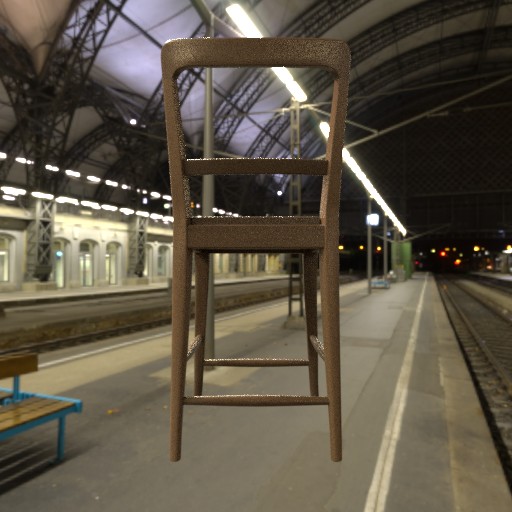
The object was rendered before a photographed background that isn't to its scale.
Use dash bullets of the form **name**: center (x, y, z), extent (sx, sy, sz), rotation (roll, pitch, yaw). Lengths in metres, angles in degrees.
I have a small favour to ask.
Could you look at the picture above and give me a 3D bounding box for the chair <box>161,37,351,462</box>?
- **chair**: center (0.000, 0.000, 1.257), extent (0.450, 0.991, 0.546), rotation (0, -1, 0)
